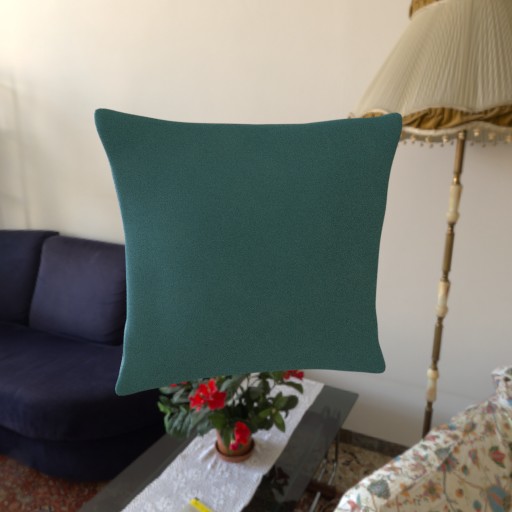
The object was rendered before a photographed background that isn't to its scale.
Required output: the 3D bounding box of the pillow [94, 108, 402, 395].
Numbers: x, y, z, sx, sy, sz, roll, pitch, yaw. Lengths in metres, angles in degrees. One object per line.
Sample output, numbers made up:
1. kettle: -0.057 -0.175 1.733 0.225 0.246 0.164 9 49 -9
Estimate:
1. pillow: 0.000 0.000 0.664 0.433 0.415 0.151 -2 15 -9
